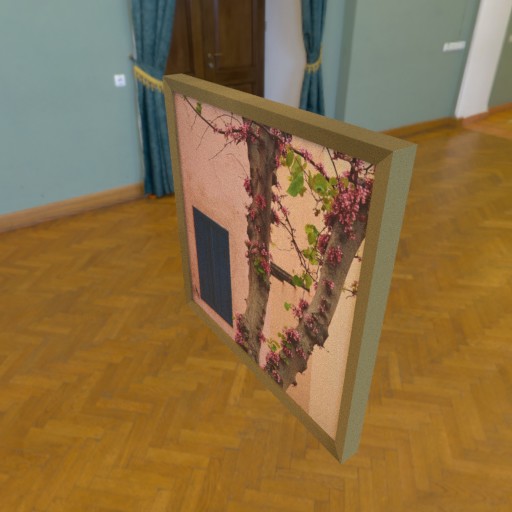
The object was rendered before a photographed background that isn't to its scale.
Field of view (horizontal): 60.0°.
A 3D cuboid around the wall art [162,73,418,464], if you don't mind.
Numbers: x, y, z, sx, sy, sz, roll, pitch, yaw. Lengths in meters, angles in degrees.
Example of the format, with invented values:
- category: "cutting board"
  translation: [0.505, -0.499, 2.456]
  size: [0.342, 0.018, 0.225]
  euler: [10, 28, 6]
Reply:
- category: "wall art"
  translation: [0.000, 0.000, 0.751]
  size: [0.038, 0.508, 0.507]
  euler: [-21, 37, -30]
